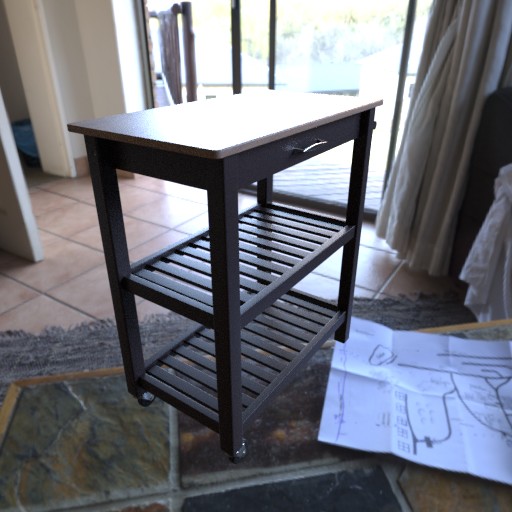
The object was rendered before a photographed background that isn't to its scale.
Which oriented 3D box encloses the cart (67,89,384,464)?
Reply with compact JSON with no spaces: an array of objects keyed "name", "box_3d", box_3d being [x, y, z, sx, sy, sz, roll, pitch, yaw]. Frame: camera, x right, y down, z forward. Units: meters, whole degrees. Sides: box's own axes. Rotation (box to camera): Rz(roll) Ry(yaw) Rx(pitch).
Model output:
[{"name":"cart","box_3d":[0.000,0.000,1.449,0.457,0.927,0.899,18,32,31]}]
